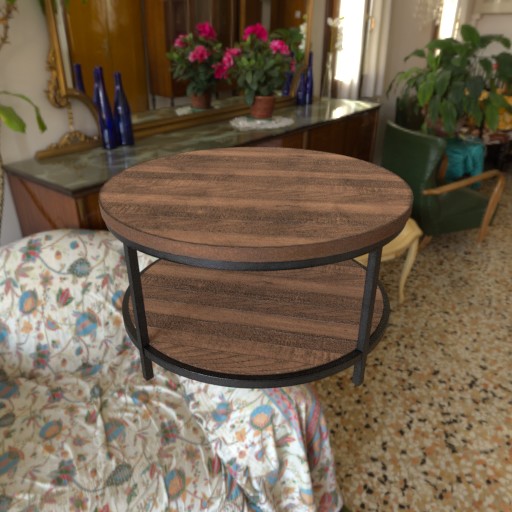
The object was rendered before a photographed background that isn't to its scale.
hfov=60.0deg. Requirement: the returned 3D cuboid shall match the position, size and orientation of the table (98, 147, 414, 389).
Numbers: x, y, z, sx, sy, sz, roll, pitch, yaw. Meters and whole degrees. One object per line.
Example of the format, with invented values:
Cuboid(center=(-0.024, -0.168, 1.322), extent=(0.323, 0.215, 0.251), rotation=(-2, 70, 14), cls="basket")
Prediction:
Cuboid(center=(0.000, 0.000, 1.339), extent=(0.837, 0.462, 0.837), rotation=(0, 27, 0), cls="table")
